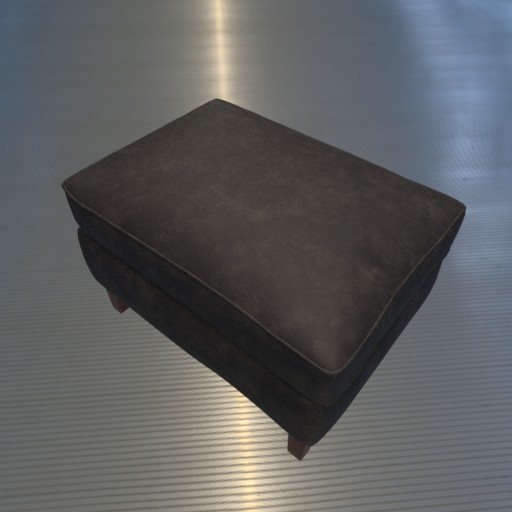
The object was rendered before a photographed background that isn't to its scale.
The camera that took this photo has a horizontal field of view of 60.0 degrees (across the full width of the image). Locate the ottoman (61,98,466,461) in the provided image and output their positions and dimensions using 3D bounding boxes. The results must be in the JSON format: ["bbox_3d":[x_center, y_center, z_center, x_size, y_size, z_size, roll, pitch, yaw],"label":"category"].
[{"bbox_3d":[0.000,0.000,0.965,0.665,0.413,0.501,31,54,26],"label":"ottoman"}]
